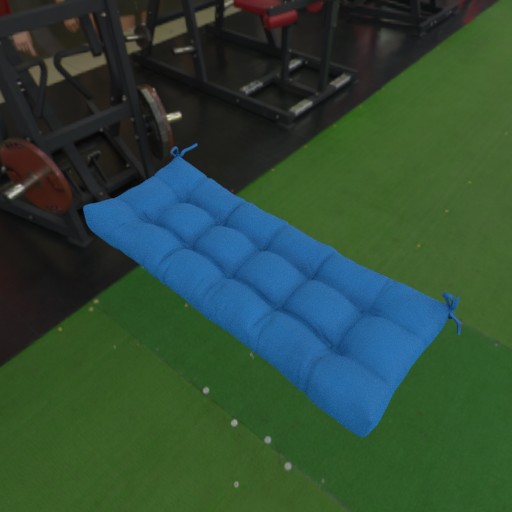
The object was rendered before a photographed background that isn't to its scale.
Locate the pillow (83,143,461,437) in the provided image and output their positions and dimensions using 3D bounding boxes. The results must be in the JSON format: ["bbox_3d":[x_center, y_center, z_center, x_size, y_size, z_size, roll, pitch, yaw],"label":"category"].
[{"bbox_3d":[0.000,0.000,1.377,1.194,0.174,0.511,32,54,27],"label":"pillow"}]
